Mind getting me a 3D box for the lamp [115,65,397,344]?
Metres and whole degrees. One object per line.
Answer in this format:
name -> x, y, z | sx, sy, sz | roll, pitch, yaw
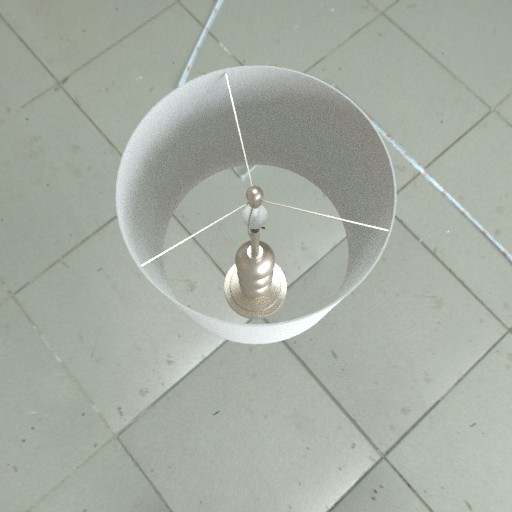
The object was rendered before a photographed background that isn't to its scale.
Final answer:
lamp -> 0.000, 0.000, 0.693 | 0.277, 0.538, 0.277 | 19, 76, 5
